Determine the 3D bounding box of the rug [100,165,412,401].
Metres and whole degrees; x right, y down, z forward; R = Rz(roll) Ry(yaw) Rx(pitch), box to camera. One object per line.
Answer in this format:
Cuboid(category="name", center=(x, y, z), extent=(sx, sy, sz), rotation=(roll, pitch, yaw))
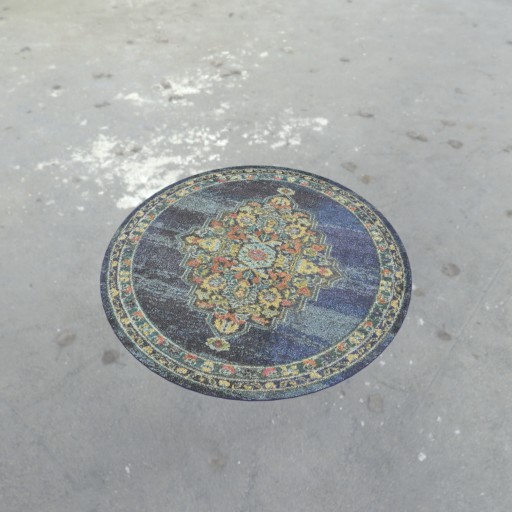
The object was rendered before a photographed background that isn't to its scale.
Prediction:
Cuboid(category="rug", center=(0.000, 0.000, 3.484), extent=(2.386, 0.014, 2.386), rotation=(0, 47, 0))
